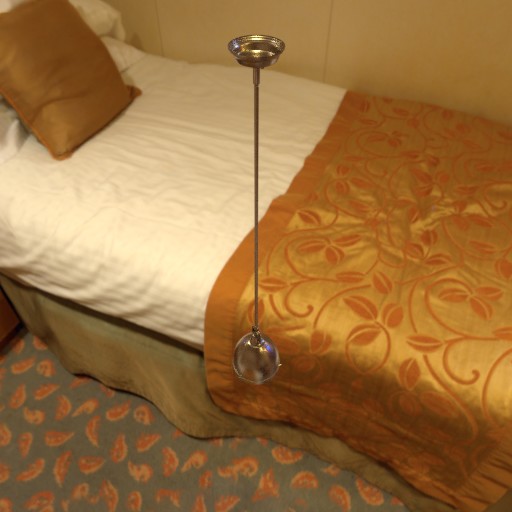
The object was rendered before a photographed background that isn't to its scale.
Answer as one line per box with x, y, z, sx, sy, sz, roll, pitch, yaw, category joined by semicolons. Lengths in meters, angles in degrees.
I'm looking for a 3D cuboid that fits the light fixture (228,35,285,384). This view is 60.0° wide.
0.000;0.000;1.490;0.211;1.367;0.217;-16;48;-15;light fixture
